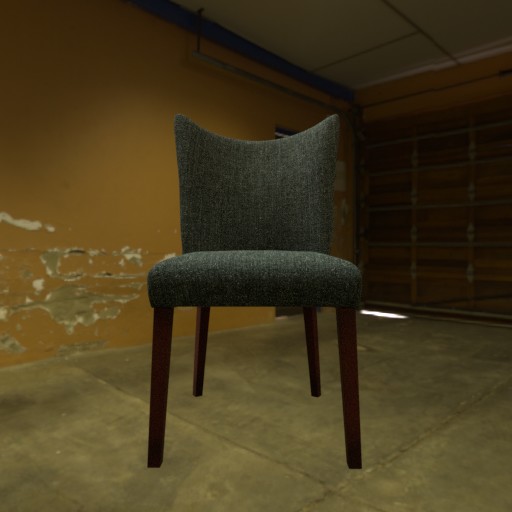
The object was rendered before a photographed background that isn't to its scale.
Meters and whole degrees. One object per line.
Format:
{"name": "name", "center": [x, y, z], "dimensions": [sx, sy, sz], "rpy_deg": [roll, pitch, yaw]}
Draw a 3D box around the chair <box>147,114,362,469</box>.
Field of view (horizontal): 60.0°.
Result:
{"name": "chair", "center": [0.000, 0.000, 1.271], "dimensions": [0.535, 0.924, 0.623], "rpy_deg": [0, 0, 1]}
